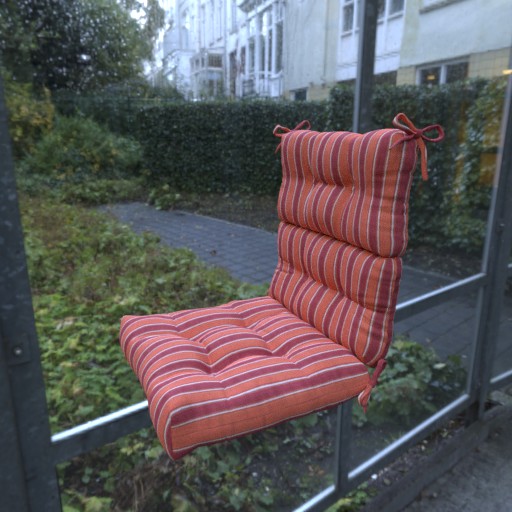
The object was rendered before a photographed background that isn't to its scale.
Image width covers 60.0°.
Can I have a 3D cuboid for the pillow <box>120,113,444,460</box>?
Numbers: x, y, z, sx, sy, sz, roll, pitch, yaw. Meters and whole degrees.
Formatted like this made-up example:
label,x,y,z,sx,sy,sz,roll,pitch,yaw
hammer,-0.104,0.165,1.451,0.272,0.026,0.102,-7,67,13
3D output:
label,x,y,z,sx,sy,sz,roll,pitch,yaw
pillow,0.000,0.000,0.999,0.571,0.605,0.519,-7,17,-25
